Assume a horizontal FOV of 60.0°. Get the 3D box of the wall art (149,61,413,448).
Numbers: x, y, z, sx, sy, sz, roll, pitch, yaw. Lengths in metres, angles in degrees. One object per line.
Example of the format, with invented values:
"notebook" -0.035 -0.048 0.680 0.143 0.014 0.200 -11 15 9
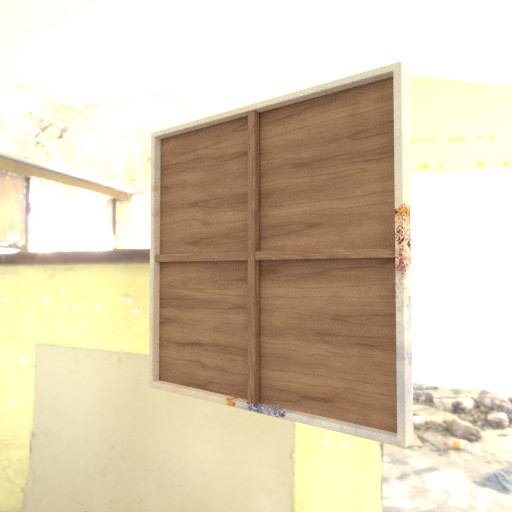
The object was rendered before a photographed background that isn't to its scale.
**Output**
"wall art" 0.000 0.000 1.557 1.061 1.061 0.071 -1 -2 37
